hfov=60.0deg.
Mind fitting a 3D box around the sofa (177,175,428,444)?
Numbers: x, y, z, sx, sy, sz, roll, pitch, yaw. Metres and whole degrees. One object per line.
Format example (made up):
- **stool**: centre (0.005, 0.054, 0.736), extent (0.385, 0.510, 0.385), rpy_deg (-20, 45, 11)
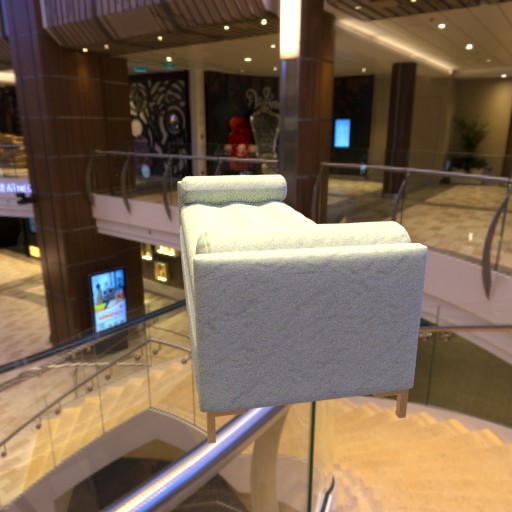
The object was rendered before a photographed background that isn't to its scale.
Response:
- **sofa**: centre (0.000, 0.000, 2.442), extent (0.796, 0.705, 2.102), rpy_deg (-3, 16, -11)
